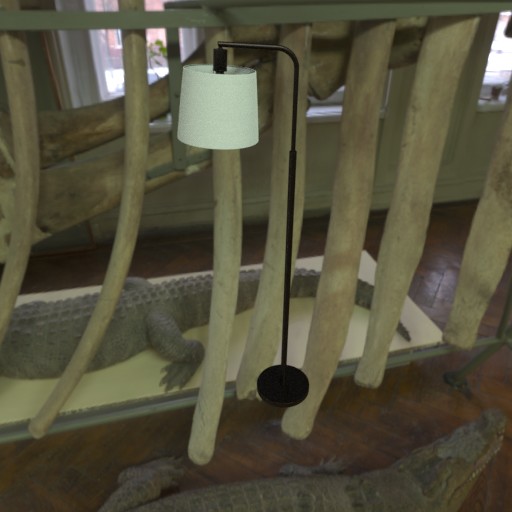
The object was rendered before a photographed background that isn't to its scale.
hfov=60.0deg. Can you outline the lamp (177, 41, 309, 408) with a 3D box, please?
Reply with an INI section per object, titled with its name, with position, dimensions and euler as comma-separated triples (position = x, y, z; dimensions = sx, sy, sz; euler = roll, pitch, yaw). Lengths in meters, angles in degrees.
[lamp]
position = 0.000, 0.000, 1.684
dimensions = 0.508, 1.478, 0.254
euler = -8, 32, -13
